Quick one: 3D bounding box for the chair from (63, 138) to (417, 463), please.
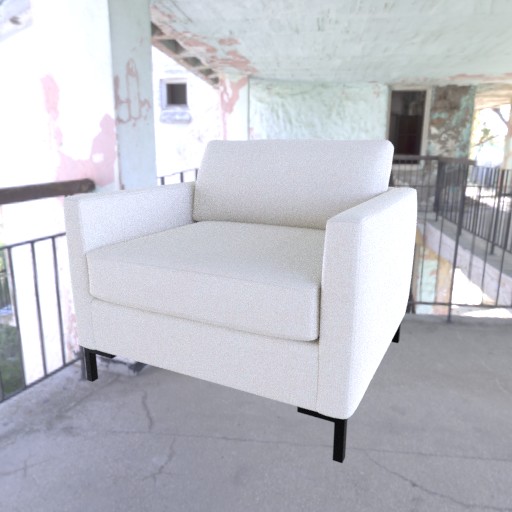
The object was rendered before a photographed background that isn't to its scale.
[{"bbox_3d":[0.000,0.000,1.563,0.964,0.806,0.875,7,16,26],"label":"chair"}]
